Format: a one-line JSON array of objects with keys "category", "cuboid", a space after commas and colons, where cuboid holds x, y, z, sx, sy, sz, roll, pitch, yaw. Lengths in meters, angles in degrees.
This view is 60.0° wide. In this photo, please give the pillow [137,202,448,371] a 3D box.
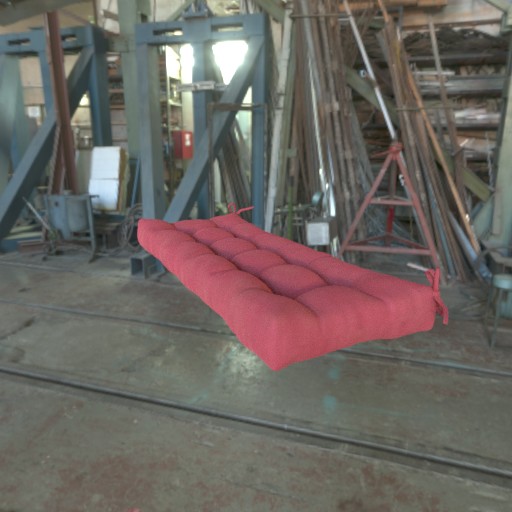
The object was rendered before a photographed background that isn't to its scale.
[{"category": "pillow", "cuboid": [0.000, 0.000, 1.398, 0.511, 0.174, 1.194, -8, 17, -26]}]
